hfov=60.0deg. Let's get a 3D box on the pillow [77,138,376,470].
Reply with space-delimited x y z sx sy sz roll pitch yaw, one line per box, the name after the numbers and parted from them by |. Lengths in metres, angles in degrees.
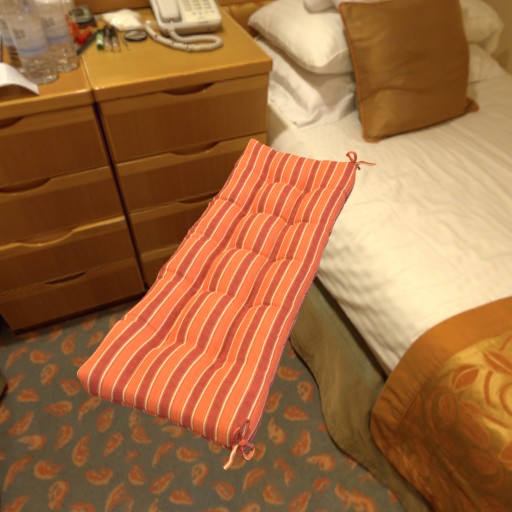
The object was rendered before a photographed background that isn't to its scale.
0.000 0.000 1.364 0.511 0.174 1.194 16 48 15 | pillow
